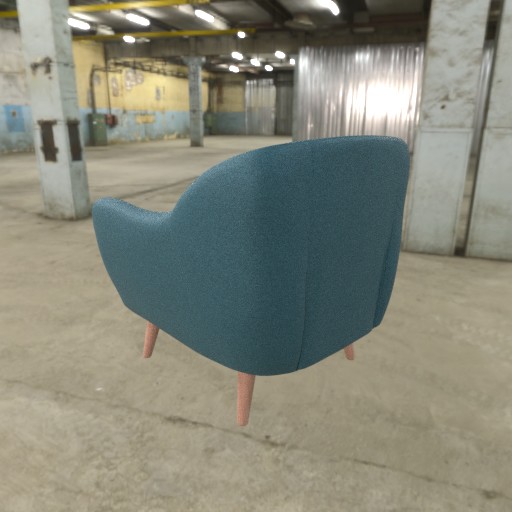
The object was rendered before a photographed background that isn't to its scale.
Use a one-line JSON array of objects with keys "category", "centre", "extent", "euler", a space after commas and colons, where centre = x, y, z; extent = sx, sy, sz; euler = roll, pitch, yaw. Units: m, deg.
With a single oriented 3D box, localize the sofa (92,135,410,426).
[{"category": "sofa", "centre": [0.000, 0.000, 1.530], "extent": [0.836, 0.817, 0.825], "euler": [-15, 22, -41]}]
